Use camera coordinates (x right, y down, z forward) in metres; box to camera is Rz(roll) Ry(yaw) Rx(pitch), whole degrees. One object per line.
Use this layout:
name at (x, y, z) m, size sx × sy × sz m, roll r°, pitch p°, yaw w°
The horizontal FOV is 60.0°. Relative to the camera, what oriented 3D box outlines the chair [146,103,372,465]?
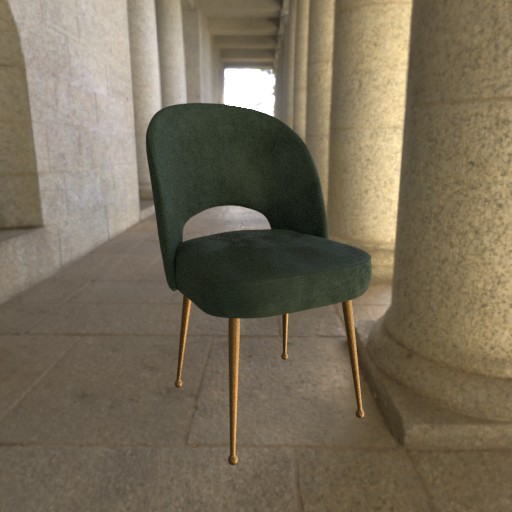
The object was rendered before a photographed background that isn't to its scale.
chair at (0.000, 0.000, 1.250) m, size 0.527 × 0.860 × 0.577 m, roll -7°, pitch 16°, yaw -28°
